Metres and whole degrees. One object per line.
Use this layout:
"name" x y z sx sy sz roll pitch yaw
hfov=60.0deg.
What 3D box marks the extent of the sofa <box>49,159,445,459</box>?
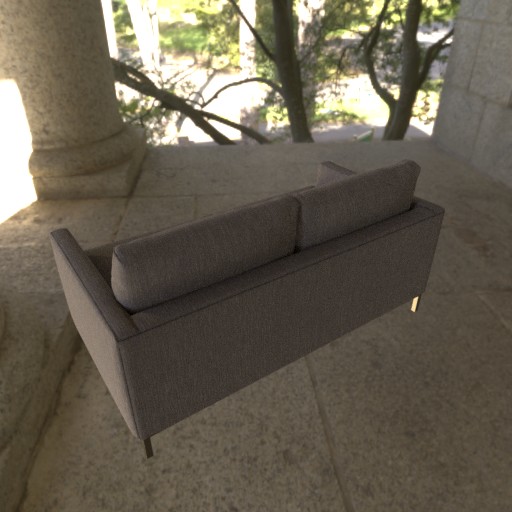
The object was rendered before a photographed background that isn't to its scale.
"sofa" 0.000 0.000 2.160 1.682 0.840 0.875 -20 36 -29
